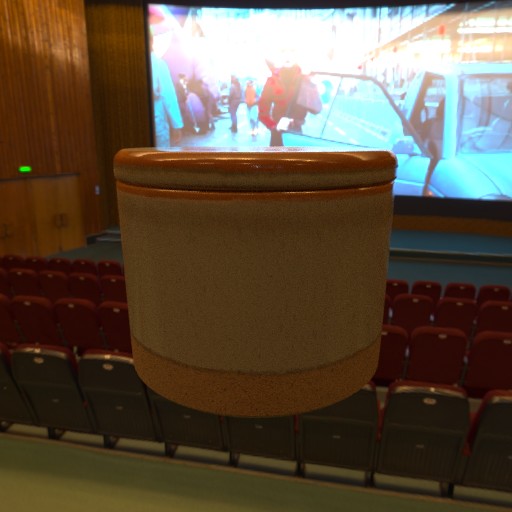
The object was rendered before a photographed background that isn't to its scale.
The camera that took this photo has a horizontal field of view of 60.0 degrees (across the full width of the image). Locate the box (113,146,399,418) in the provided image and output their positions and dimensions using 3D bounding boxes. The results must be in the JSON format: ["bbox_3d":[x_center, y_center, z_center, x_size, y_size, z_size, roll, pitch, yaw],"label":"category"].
[{"bbox_3d":[0.000,0.000,0.211,0.123,0.100,0.123,0,15,0],"label":"box"}]
